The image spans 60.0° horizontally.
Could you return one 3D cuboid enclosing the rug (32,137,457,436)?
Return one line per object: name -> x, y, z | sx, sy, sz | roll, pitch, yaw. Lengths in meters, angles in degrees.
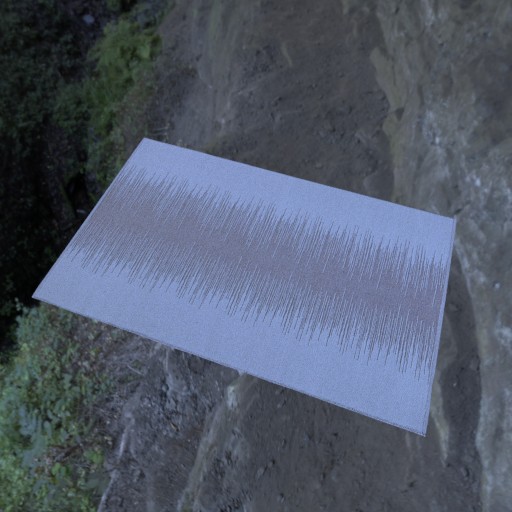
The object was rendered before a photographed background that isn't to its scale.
rug -> 0.000, 0.000, 2.933 | 2.440, 0.012, 1.522 | 17, 59, 10
